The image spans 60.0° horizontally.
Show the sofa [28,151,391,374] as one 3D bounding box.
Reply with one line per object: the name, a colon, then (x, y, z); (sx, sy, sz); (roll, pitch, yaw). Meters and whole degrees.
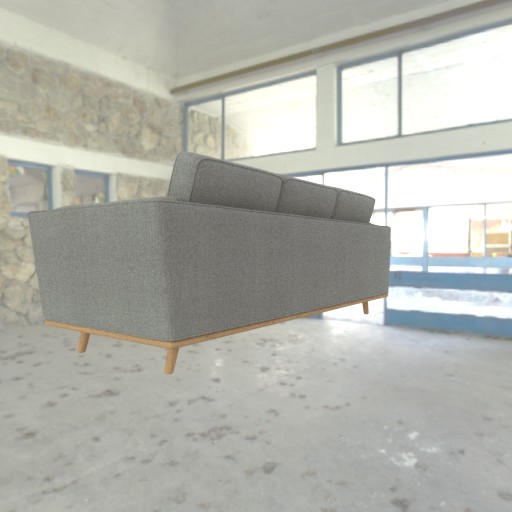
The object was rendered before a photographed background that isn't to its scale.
sofa: (0.000, 0.000, 2.720); (0.903, 0.899, 2.362); (1, 1, 36)
